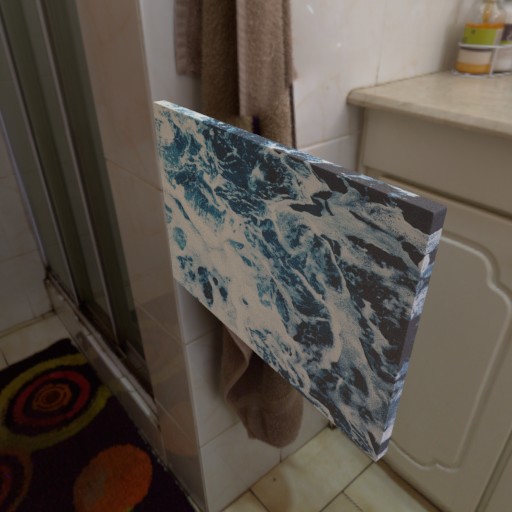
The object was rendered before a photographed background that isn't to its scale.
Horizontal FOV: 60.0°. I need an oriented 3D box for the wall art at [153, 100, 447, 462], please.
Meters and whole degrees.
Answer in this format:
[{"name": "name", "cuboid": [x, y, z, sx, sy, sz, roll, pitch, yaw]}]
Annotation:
[{"name": "wall art", "cuboid": [0.000, 0.000, 1.135, 0.042, 0.610, 0.915, -22, 38, -32]}]
